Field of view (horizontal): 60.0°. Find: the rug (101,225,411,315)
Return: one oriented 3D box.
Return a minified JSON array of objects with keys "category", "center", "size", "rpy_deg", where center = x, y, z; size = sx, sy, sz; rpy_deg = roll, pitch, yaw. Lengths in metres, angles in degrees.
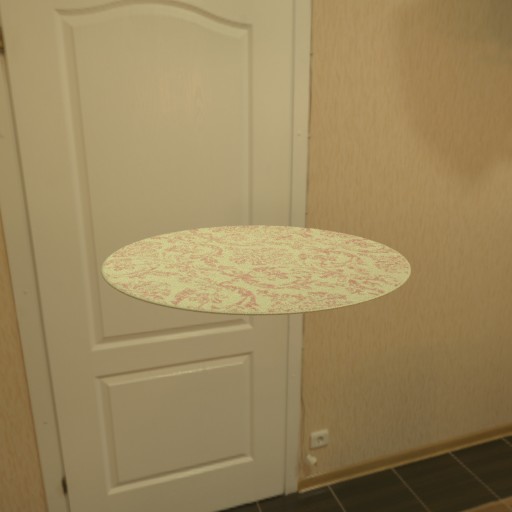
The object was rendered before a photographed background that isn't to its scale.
[{"category":"rug","center":[0.000,0.000,2.404],"size":[1.593,0.012,1.593],"rpy_deg":[0,16,0]}]
